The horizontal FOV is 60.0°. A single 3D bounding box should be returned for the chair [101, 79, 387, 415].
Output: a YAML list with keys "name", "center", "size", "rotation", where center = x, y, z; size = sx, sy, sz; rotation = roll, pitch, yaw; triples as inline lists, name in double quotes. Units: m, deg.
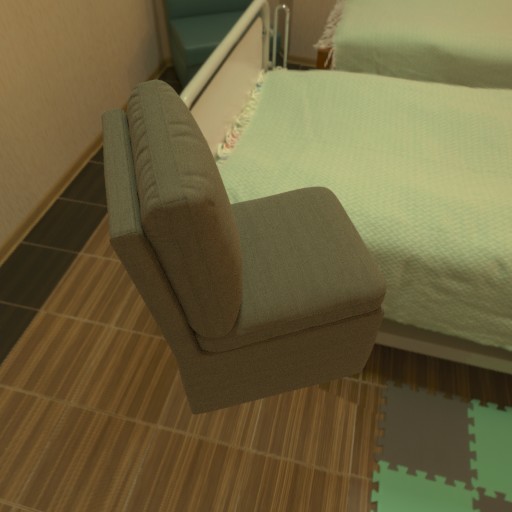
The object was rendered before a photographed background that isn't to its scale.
- name: "chair"
  center: [0.000, 0.000, 1.323]
  size: [0.698, 0.927, 0.503]
  rotation: [-11, 49, -10]
